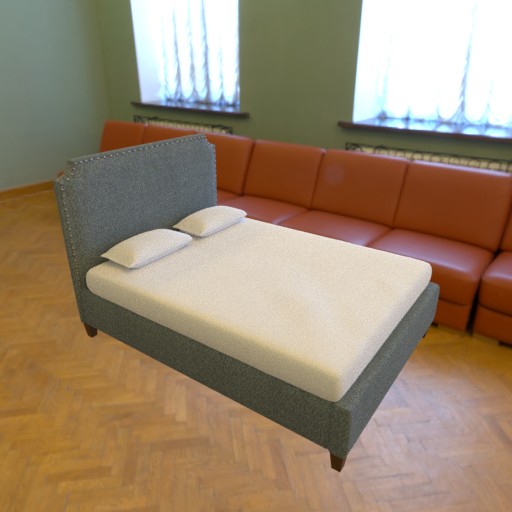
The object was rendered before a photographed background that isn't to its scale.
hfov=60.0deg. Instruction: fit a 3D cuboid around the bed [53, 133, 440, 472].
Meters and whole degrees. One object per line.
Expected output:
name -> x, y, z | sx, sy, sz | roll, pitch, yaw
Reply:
bed -> 0.000, 0.000, 3.377 | 2.372, 1.443, 1.712 | 16, 29, 32
